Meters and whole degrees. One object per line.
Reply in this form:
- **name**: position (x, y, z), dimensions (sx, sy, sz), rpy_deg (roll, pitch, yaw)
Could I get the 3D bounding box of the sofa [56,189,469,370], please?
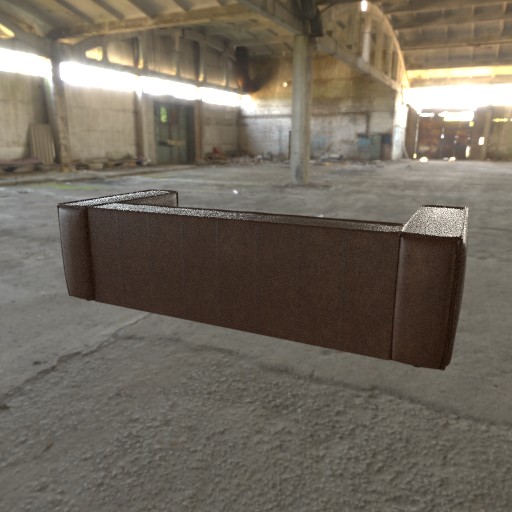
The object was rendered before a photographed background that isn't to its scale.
- **sofa**: position (0.000, 0.000, 3.015), dimensions (2.581, 0.701, 1.102), rpy_deg (7, 16, 25)
